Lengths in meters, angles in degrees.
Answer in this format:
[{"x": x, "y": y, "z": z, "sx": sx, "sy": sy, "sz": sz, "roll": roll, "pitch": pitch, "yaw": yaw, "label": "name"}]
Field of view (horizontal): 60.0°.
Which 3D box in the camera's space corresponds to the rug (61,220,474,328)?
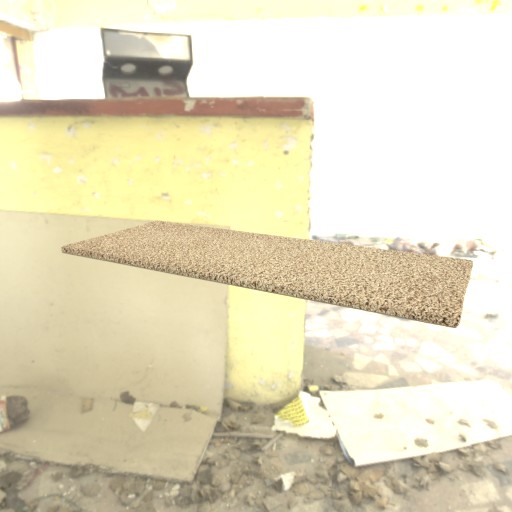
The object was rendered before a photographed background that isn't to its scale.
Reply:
[{"x": 0.000, "y": 0.000, "z": 1.750, "sx": 1.524, "sy": 0.030, "sz": 0.609, "roll": 9, "pitch": 18, "yaw": 27, "label": "rug"}]
